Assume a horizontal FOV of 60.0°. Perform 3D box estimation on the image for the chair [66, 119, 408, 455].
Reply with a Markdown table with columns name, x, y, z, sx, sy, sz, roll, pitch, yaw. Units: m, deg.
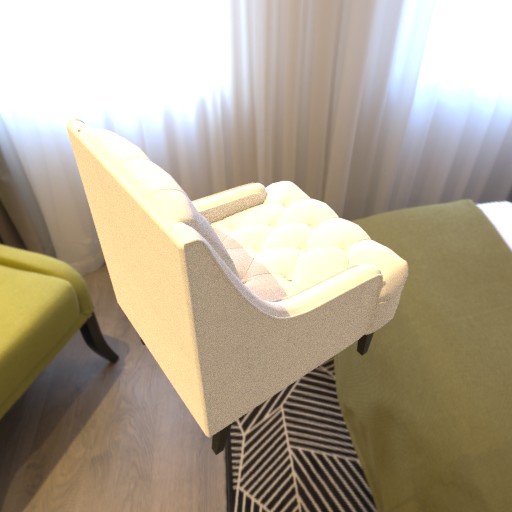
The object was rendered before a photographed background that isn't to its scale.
| name | x | y | z | sx | sy | sz | roll | pitch | yaw |
| --- | --- | --- | --- | --- | --- | --- | --- | --- | --- |
| chair | 0.000 | 0.000 | 1.403 | 0.772 | 0.891 | 0.658 | -25 | 47 | -26 |
